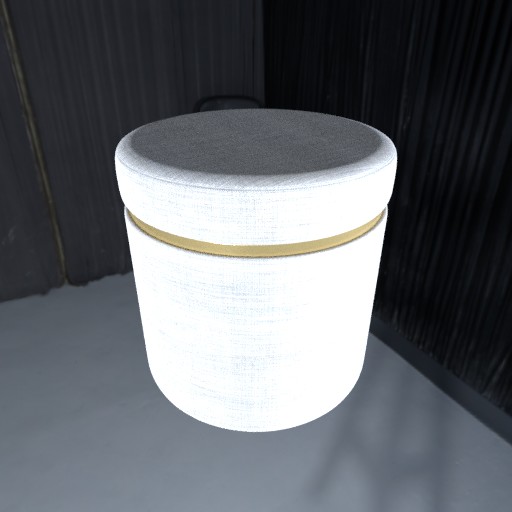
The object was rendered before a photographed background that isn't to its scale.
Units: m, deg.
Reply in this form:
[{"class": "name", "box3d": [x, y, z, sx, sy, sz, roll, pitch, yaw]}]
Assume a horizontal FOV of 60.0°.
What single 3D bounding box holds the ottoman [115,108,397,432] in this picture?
[{"class": "ottoman", "box3d": [0.000, 0.000, 0.741, 0.400, 0.406, 0.400, 0, 30, 0]}]
